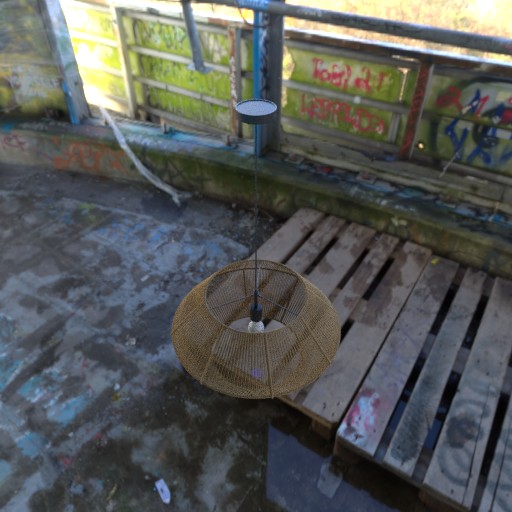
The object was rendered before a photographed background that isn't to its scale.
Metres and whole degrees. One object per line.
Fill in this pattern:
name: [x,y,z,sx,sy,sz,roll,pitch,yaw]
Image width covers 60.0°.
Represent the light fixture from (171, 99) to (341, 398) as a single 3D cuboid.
light fixture: [0.000,0.000,1.470,0.643,1.009,0.643,0,40,0]
